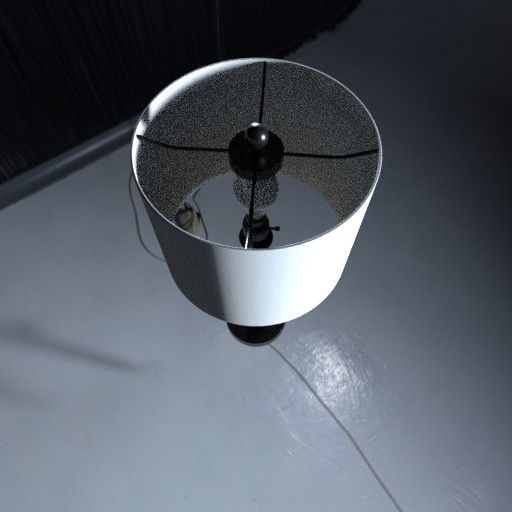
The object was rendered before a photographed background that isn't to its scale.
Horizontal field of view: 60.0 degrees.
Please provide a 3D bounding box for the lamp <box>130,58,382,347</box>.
[{"bbox_3d":[0.000,0.000,0.800,0.305,0.640,0.305,-34,67,-17],"label":"lamp"}]
